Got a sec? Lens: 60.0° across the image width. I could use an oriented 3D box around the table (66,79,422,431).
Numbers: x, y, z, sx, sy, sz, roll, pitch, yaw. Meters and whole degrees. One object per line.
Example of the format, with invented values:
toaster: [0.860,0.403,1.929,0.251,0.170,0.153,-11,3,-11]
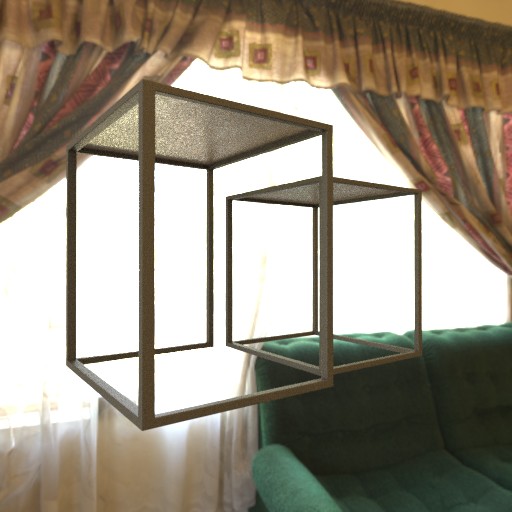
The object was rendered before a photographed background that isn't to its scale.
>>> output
table: [0.000,0.000,1.114,0.788,0.540,0.508,0,0,-35]
